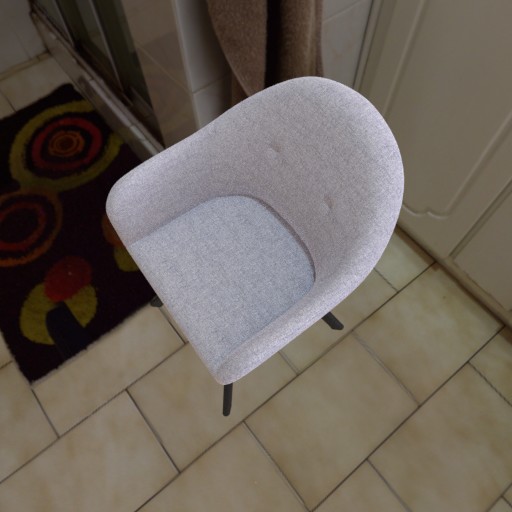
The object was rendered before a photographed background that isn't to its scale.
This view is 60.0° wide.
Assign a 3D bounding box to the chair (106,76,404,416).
[{"bbox_3d":[0.000,0.000,1.163,0.570,0.780,0.540,-33,68,-16],"label":"chair"}]
